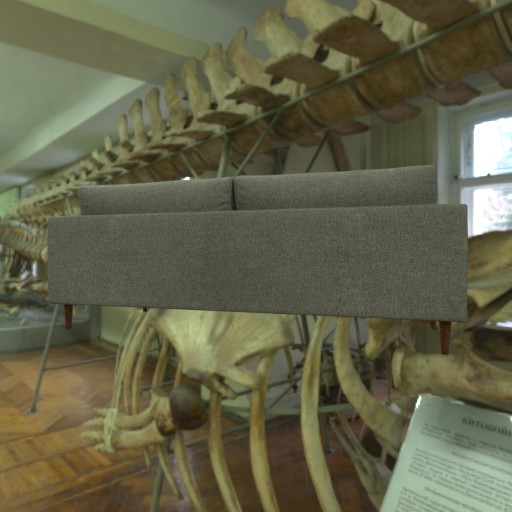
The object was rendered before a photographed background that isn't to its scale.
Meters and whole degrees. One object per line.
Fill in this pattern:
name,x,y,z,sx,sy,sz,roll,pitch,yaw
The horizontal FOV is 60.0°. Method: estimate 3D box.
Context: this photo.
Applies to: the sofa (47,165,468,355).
sofa,0.000,0.000,2.706,2.250,0.868,1.020,0,0,18
